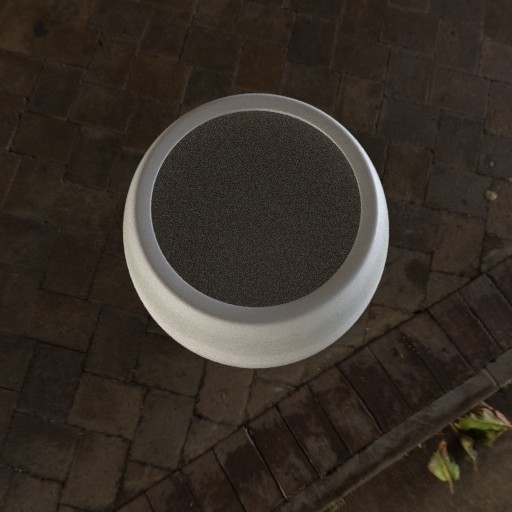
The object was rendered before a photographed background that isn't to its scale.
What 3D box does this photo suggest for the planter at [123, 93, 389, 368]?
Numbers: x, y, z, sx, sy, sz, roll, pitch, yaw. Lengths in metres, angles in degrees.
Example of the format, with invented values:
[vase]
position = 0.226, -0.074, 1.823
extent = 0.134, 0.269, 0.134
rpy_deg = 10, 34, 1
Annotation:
[planter]
position = 0.000, 0.000, 0.329
extent = 0.161, 0.224, 0.161
rpy_deg = 0, 76, 0
